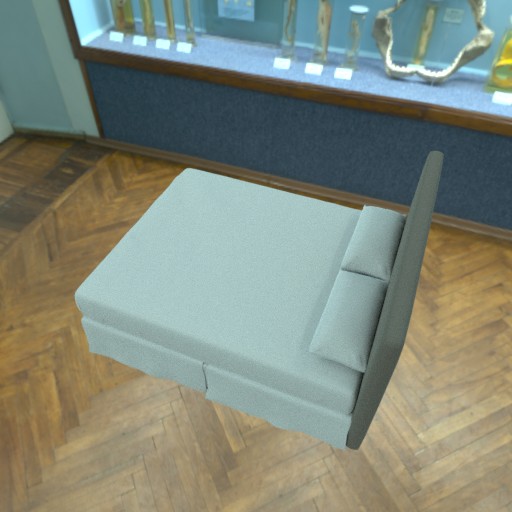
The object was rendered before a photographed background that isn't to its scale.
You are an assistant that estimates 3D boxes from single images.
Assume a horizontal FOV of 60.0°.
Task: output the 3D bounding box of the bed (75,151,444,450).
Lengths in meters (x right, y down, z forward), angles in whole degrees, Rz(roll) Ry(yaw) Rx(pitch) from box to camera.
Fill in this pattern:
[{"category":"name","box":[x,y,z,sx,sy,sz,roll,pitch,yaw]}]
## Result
[{"category":"bed","box":[0.000,0.000,3.241,2.142,1.330,1.748,17,48,15]}]
